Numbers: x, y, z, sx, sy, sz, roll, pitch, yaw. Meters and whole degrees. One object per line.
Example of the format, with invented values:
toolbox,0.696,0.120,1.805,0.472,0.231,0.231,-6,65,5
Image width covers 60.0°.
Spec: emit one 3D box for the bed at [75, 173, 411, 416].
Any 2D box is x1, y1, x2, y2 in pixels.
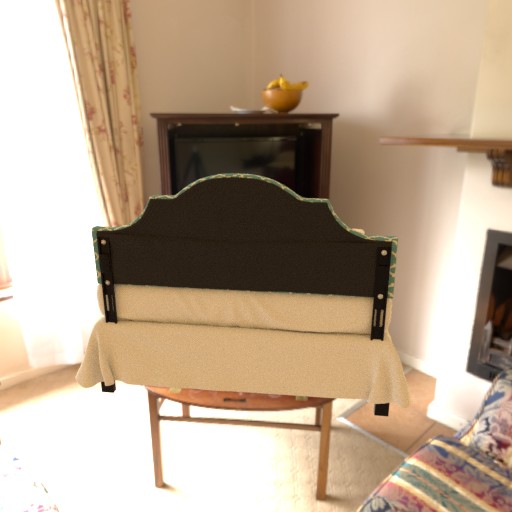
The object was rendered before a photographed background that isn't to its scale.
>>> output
bed,0.000,0.000,3.824,2.314,1.601,2.222,2,17,8
